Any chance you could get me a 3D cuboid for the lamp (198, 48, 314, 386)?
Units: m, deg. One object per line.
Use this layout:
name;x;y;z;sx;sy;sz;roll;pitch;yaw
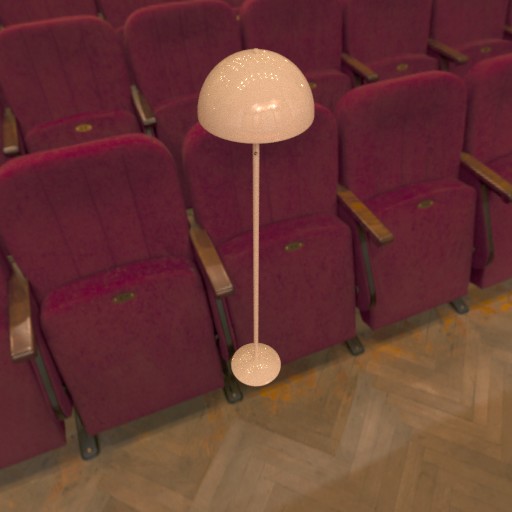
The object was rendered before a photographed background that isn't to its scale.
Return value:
lamp;0.000;0.000;1.650;0.328;1.480;0.328;-16;47;-16
